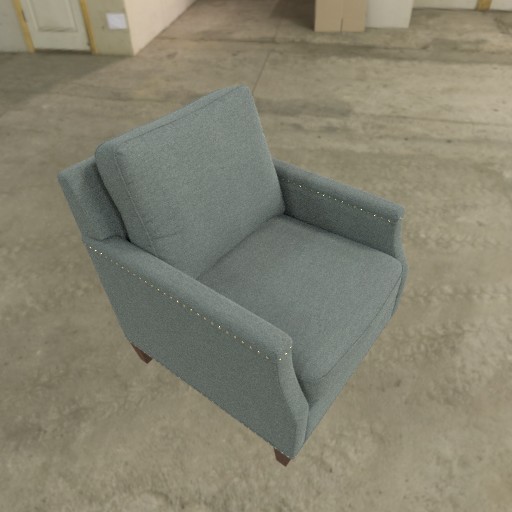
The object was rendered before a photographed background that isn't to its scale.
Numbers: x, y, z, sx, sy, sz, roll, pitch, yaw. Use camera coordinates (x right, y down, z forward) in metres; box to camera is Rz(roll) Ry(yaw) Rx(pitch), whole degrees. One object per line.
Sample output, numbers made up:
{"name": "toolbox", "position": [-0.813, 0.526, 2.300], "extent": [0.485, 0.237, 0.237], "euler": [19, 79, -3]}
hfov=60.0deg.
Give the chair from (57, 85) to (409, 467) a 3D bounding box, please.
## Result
{"name": "chair", "position": [0.000, 0.000, 1.750], "extent": [1.031, 1.031, 0.885], "euler": [27, 48, 27]}
